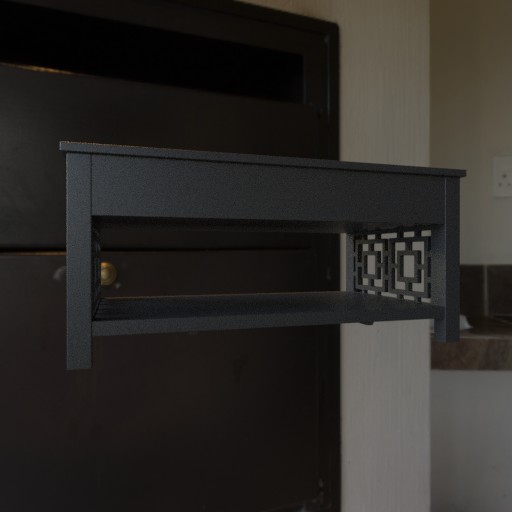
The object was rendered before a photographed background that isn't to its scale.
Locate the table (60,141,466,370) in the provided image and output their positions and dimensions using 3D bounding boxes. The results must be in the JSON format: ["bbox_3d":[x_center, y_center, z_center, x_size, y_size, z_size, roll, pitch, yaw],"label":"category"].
[{"bbox_3d":[0.000,0.000,1.398,1.068,0.493,0.612,0,0,-17],"label":"table"}]
